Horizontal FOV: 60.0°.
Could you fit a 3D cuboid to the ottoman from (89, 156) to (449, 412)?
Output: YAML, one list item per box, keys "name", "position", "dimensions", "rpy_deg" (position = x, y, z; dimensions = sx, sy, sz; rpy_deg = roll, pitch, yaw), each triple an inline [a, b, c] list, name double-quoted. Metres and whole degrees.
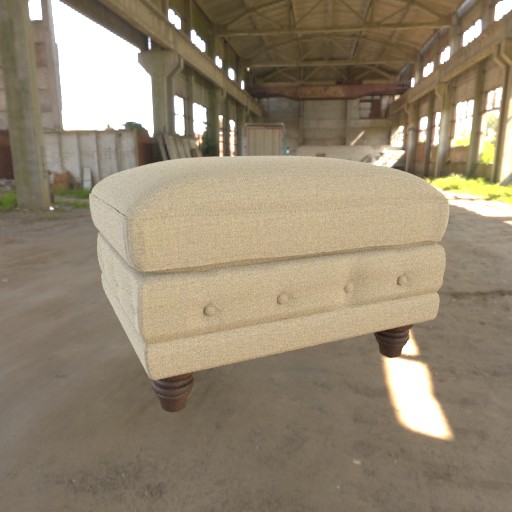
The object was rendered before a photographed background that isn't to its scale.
- name: "ottoman"
  position: [0.000, 0.000, 1.049]
  dimensions: [0.684, 0.463, 0.541]
  rpy_deg: [-6, 14, -25]
